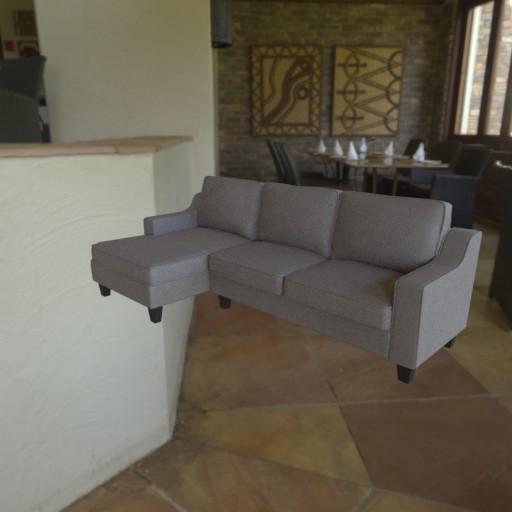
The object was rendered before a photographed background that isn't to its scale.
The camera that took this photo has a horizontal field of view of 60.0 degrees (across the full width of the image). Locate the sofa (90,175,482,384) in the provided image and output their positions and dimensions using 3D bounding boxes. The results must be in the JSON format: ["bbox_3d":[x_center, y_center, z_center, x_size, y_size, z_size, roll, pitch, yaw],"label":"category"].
[{"bbox_3d":[0.000,0.000,3.157,2.561,0.928,1.294,15,22,42],"label":"sofa"}]
